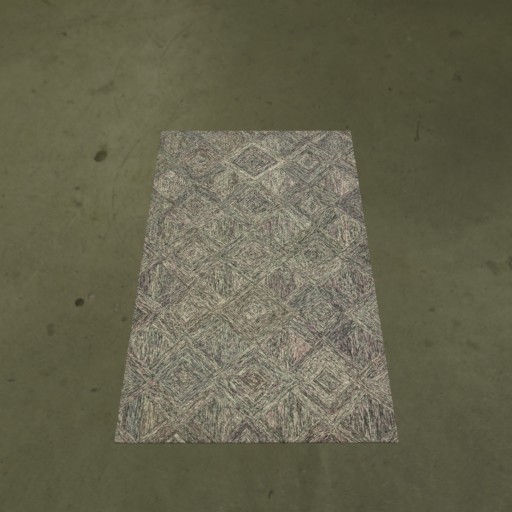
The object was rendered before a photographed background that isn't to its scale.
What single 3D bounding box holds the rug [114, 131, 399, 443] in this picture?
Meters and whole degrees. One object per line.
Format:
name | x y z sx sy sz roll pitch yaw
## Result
rug | 0.000 0.000 2.925 1.501 0.017 2.298 0 59 0
